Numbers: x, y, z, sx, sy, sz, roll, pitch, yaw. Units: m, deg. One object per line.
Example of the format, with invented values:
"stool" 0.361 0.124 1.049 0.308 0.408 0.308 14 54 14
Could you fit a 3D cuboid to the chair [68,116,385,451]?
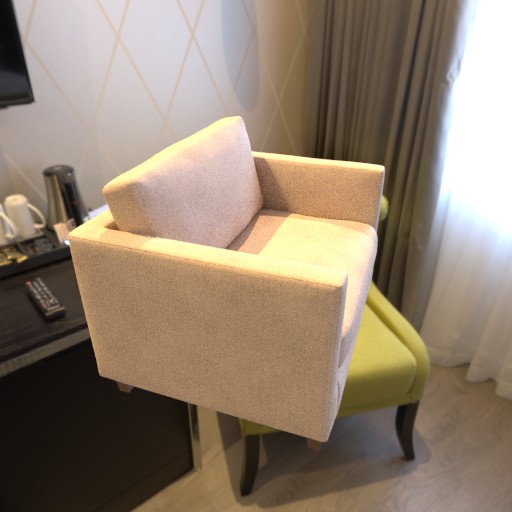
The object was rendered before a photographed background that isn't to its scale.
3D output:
"chair" 0.000 0.000 1.899 0.959 0.961 1.133 10 31 17
